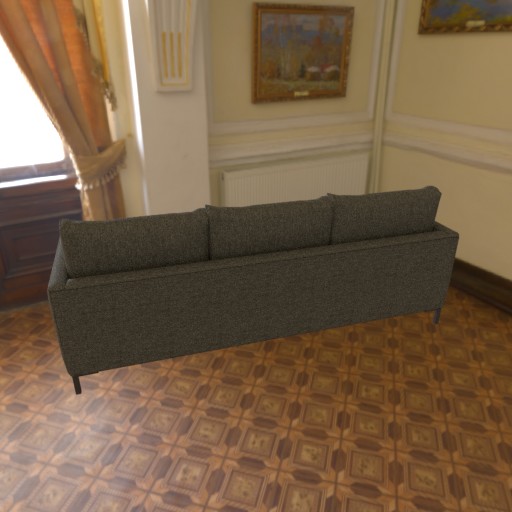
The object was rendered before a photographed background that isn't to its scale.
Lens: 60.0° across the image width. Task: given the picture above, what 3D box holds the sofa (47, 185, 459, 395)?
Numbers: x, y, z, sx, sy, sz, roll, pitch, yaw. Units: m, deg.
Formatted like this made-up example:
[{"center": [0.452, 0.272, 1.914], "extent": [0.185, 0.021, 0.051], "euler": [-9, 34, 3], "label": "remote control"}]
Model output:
[{"center": [0.000, 0.000, 2.726], "extent": [2.253, 0.879, 0.876], "euler": [-7, 26, -15], "label": "sofa"}]
